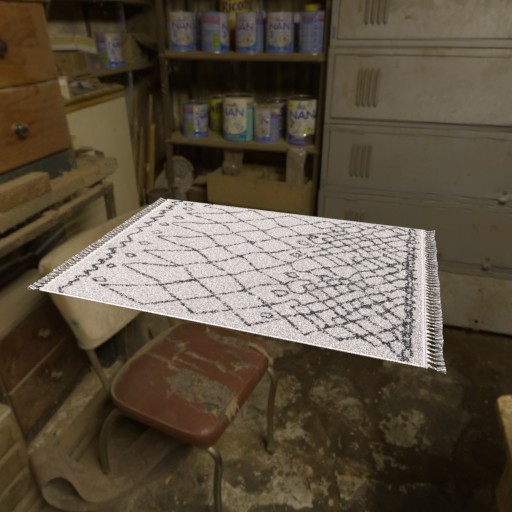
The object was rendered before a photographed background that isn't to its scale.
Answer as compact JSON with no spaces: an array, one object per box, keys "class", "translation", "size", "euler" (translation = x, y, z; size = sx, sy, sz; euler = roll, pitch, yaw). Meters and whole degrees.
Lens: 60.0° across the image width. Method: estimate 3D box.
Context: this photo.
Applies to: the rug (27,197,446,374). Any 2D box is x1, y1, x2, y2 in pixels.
[{"class":"rug","translation":[0.000,0.000,2.975],"size":[2.312,0.017,1.613],"euler":[9,29,16]}]
